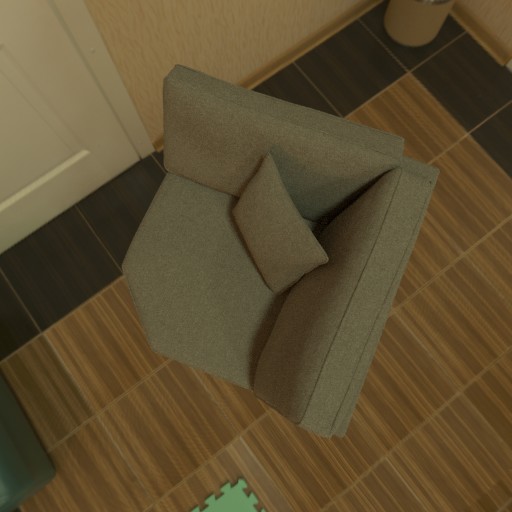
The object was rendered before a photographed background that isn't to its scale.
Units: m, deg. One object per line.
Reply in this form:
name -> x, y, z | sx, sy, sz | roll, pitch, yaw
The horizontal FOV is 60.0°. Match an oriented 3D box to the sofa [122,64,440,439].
sofa -> 0.000, 0.000, 1.856 | 1.050, 0.951, 1.042 | 23, 78, 5
